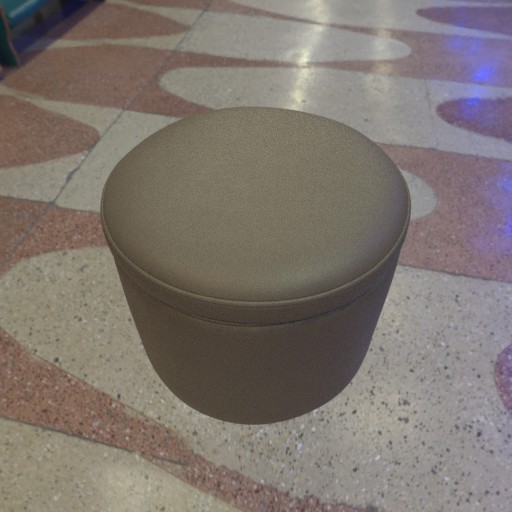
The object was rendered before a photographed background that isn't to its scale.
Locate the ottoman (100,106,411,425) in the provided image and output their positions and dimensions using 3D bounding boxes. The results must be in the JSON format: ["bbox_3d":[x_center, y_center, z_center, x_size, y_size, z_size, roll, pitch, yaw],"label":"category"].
[{"bbox_3d":[0.000,0.000,0.847,0.500,0.409,0.500,0,47,0],"label":"ottoman"}]
